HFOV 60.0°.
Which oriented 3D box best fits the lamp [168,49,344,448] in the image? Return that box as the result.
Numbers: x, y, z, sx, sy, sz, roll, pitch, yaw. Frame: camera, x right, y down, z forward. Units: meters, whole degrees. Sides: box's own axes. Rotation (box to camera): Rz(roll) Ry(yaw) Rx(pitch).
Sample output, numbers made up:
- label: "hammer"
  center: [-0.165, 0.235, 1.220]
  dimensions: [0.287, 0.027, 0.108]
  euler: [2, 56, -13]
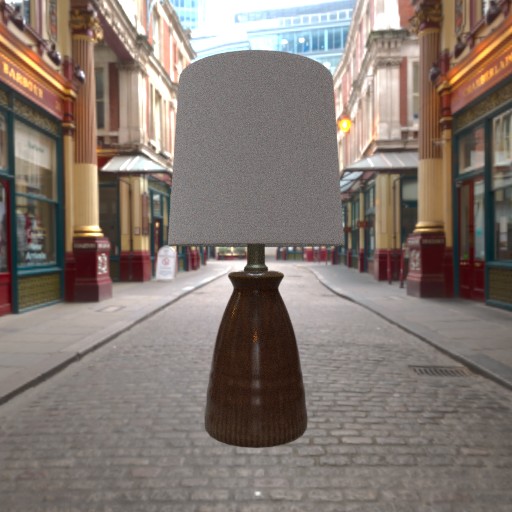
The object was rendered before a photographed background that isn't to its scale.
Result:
- label: "lamp"
  center: [0.000, 0.000, 0.478]
  dimensions: [0.186, 0.369, 0.186]
  euler: [0, 0, 0]
